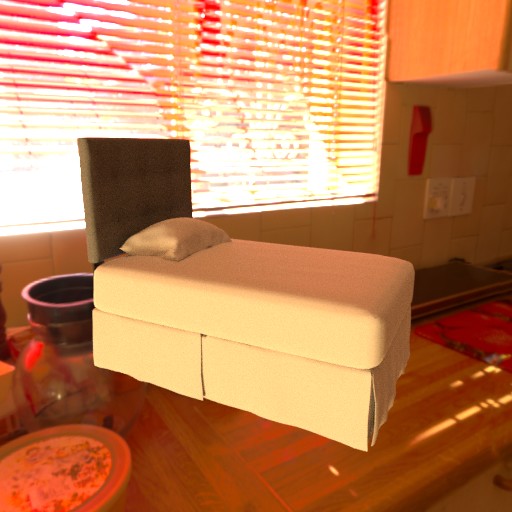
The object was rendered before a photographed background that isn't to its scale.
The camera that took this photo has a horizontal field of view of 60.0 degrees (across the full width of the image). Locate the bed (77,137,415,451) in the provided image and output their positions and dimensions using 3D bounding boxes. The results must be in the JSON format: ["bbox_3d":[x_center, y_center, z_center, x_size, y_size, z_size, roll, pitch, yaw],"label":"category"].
[{"bbox_3d":[0.000,0.000,3.023,1.997,1.571,1.261,7,16,26],"label":"bed"}]
